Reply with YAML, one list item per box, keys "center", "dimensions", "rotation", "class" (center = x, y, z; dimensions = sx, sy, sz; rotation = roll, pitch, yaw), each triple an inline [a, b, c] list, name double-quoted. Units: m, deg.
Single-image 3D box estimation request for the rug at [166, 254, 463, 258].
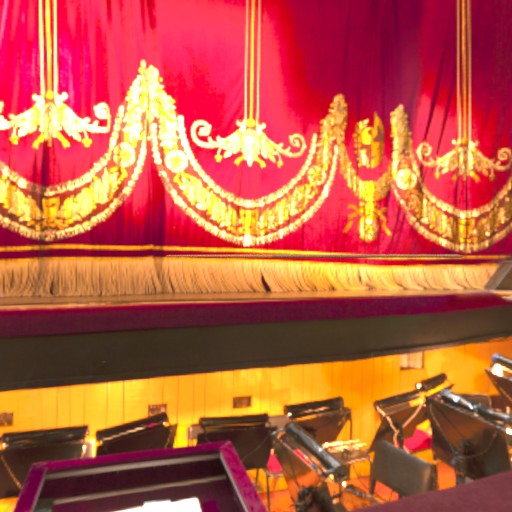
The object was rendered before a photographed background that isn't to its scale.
- center: [0.000, 0.000, 2.360]
  dimensions: [0.662, 0.011, 2.196]
  rotation: [0, 0, -19]
  class: "rug"
